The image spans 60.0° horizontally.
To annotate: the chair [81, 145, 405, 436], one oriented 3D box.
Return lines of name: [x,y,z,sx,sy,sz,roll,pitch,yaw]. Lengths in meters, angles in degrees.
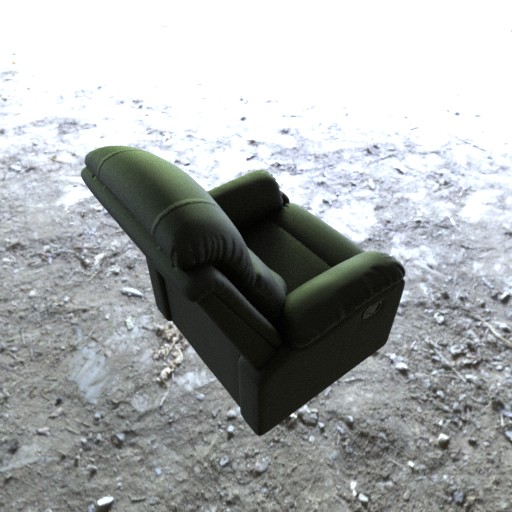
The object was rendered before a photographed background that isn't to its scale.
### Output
chair: [0.000,0.000,1.665,0.919,0.992,0.855,-27,49,-27]
